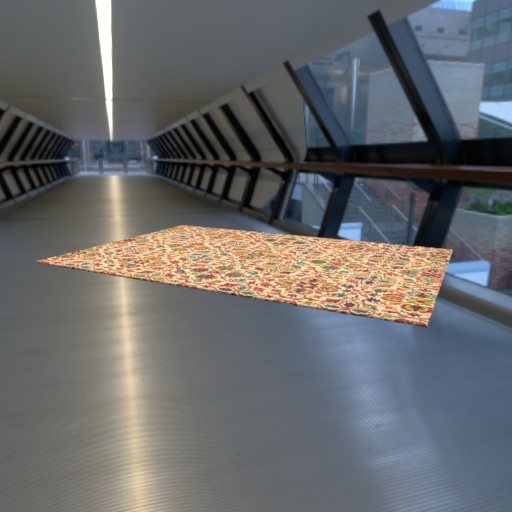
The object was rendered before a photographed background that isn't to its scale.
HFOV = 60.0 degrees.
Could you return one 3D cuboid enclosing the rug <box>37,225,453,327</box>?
[{"bbox_3d":[0.000,0.000,2.338,1.838,0.013,1.226,7,15,26],"label":"rug"}]
